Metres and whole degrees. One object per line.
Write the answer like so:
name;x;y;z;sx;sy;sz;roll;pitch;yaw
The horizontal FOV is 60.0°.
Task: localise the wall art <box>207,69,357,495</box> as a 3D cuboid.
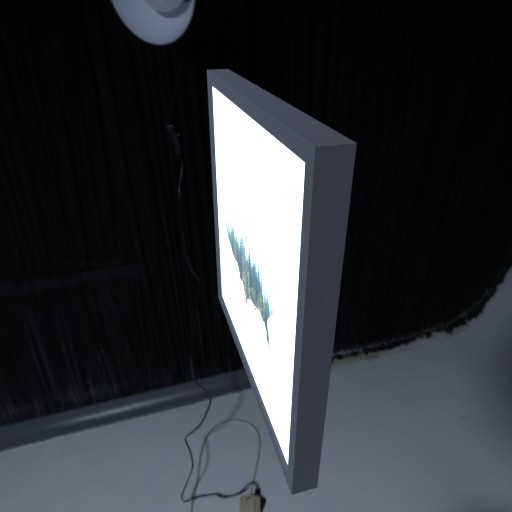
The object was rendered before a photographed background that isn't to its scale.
wall art;0.000;0.000;0.730;0.040;0.509;0.509;-8;31;-14
